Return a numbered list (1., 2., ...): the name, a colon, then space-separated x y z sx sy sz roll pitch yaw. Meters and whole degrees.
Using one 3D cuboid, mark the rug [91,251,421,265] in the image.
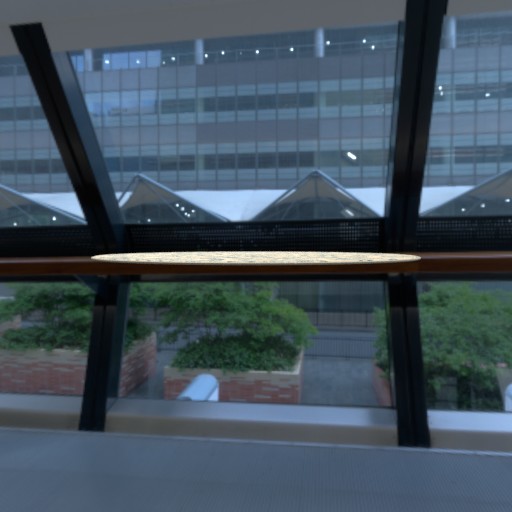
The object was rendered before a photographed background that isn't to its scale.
1. rug: 0.000 0.000 2.283 1.593 0.012 1.593 0 2 0
